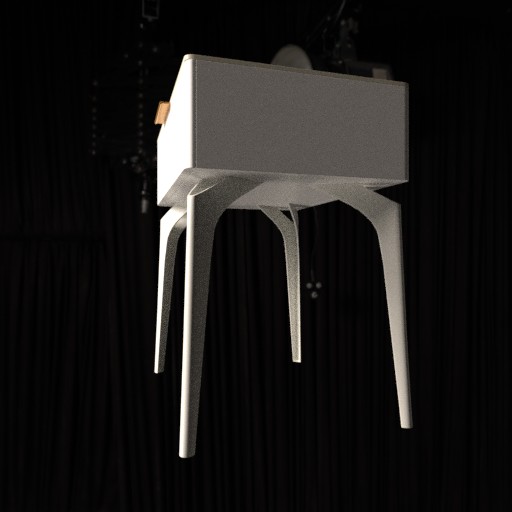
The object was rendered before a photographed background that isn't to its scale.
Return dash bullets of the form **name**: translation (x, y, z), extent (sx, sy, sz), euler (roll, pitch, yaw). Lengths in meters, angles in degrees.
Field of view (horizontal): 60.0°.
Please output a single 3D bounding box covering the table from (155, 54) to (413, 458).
- **table**: translation (0.000, 0.000, 0.915), extent (0.400, 0.570, 0.500), euler (0, 0, -17)
